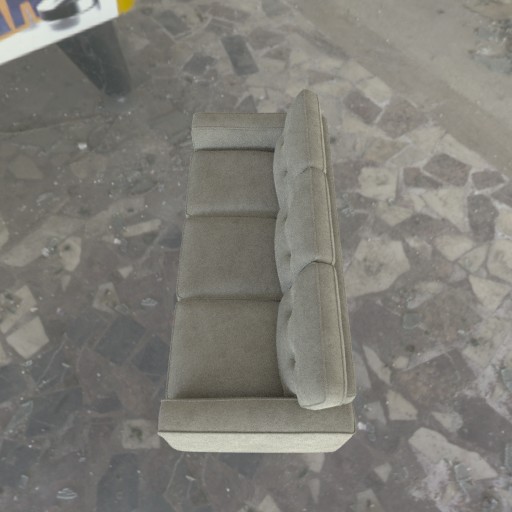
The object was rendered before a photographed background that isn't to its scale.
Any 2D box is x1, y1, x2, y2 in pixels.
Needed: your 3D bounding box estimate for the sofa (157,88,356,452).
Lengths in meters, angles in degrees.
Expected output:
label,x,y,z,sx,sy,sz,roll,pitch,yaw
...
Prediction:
label,x,y,z,sx,sy,sz,roll,pitch,yaw
sofa,0.000,0.000,2.705,0.939,0.965,2.133,0,59,0
